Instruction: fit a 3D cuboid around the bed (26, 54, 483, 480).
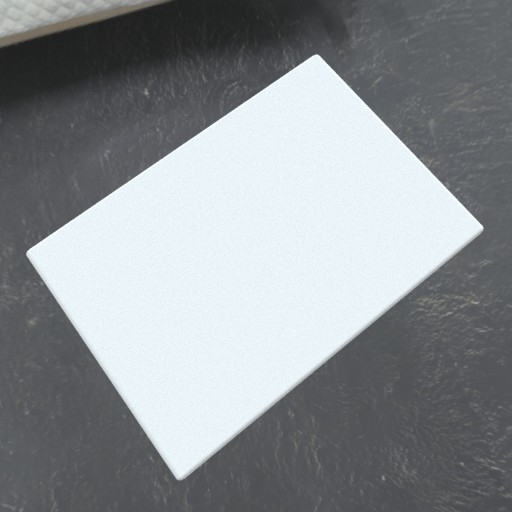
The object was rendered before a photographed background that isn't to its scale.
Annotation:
[{"bbox_3d":[0.000,0.000,2.520,1.927,0.616,1.348,-37,78,-9],"label":"bed"}]
